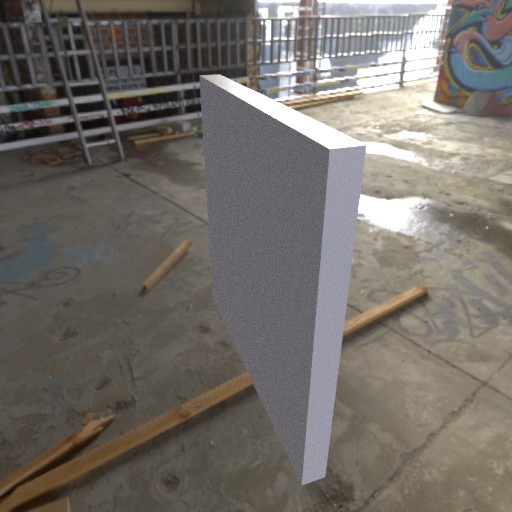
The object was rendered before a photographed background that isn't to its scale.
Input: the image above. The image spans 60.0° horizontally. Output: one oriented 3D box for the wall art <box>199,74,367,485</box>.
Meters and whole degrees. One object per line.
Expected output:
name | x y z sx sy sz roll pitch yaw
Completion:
wall art | 0.000 0.000 0.523 0.027 0.355 0.355 -10 31 -17
